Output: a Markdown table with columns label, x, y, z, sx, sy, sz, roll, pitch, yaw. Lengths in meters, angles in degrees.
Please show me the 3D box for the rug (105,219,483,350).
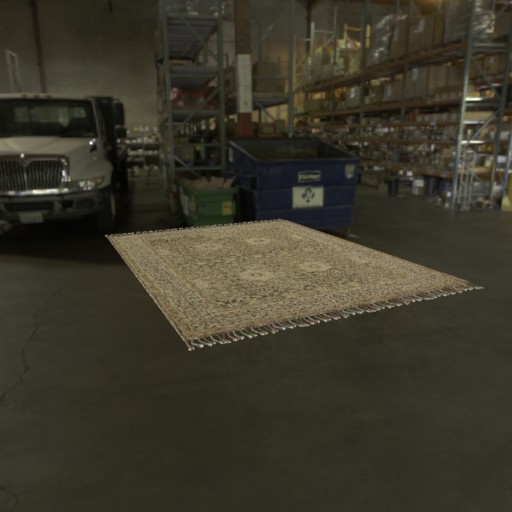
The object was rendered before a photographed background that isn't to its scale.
| label | x | y | z | sx | sy | sz | roll | pitch | yaw |
| --- | --- | --- | --- | --- | --- | --- | --- | --- | --- |
| rug | 0.000 | 0.000 | 4.419 | 2.431 | 0.017 | 3.291 | -7 | 17 | -25 |
